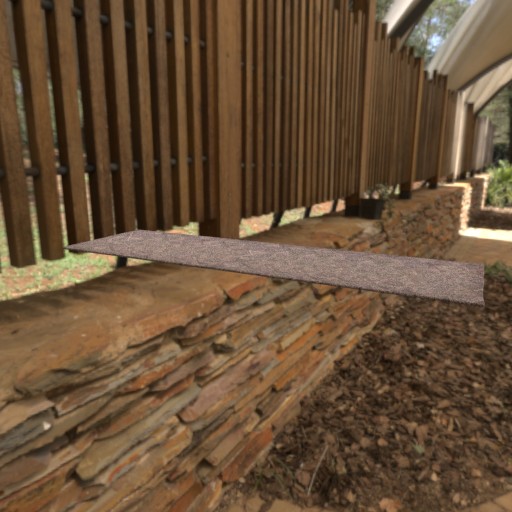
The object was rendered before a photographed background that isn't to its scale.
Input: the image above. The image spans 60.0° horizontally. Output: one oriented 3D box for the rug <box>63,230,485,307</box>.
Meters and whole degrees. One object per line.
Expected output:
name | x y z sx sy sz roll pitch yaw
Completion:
rug | 0.000 0.000 2.487 2.296 0.011 0.691 7 15 26
